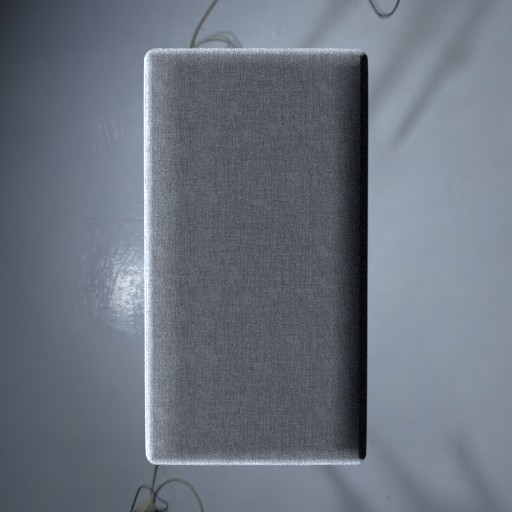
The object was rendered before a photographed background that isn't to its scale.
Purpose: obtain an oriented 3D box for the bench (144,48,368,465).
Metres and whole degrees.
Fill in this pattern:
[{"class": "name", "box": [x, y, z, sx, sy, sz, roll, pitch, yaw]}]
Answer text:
[{"class": "bench", "box": [0.000, 0.000, 0.938, 0.366, 0.467, 0.681, 0, 91, 0]}]
